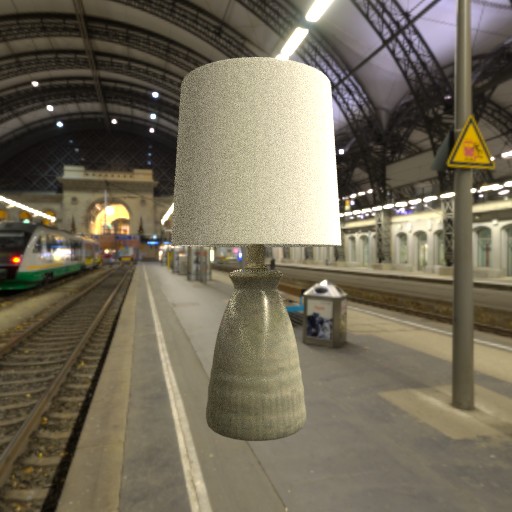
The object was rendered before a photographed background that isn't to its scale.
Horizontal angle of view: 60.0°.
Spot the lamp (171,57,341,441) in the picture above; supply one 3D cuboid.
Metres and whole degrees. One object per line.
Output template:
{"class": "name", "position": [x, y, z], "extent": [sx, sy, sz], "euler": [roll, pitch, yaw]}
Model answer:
{"class": "lamp", "position": [0.000, 0.000, 0.494], "extent": [0.186, 0.369, 0.186], "euler": [0, 0, 0]}
